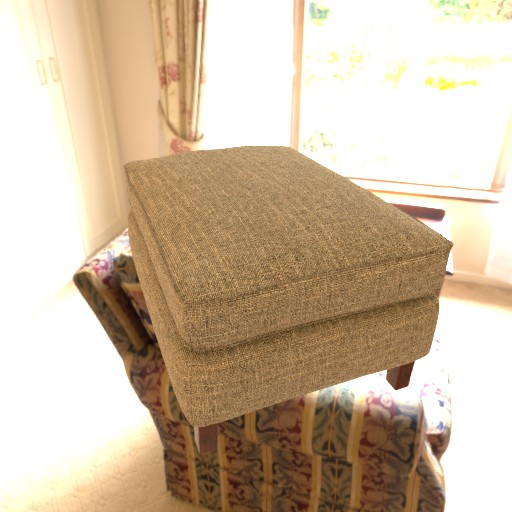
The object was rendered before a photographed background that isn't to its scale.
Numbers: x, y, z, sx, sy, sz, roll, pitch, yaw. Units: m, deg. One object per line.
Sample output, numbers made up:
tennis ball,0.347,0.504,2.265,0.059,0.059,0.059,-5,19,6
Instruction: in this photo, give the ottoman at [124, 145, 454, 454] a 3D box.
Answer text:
ottoman,0.000,0.000,0.994,0.508,0.406,0.686,-11,30,-19
